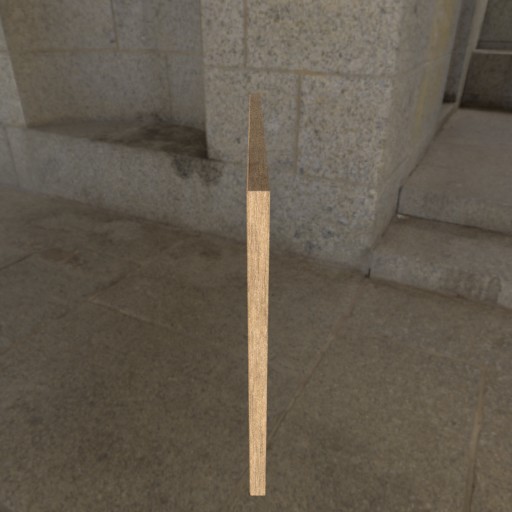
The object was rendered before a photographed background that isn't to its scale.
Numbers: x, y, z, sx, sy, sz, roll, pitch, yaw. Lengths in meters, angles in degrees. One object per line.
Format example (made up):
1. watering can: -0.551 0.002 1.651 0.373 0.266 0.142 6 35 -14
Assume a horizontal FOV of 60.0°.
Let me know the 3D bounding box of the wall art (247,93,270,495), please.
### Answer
1. wall art: 0.000 0.000 0.915 0.026 0.535 0.690 0 28 0
